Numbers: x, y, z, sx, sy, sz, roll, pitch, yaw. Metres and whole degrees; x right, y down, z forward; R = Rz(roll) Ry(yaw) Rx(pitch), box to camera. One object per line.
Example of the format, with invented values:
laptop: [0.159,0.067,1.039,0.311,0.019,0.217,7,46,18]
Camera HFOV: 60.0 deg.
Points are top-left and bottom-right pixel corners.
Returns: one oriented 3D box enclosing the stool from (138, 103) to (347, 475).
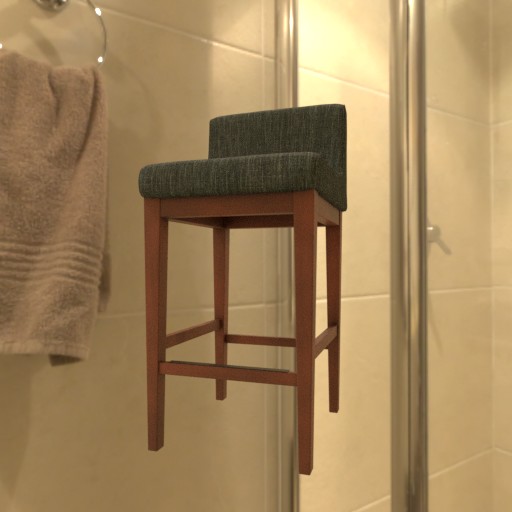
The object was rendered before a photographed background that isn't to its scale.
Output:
stool: [0.000,0.000,1.090,0.395,0.835,0.459,0,-1,19]
